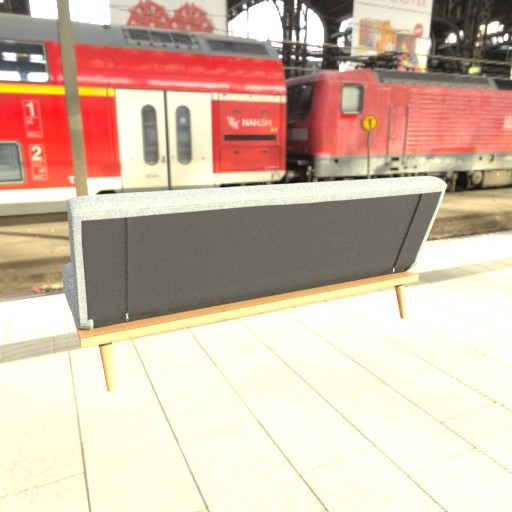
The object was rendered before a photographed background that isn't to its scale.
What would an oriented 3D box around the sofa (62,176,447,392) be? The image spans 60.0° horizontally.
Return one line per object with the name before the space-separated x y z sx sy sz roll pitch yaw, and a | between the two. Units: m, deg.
sofa | 0.000 0.000 2.285 1.820 0.800 0.800 -8 17 -26
